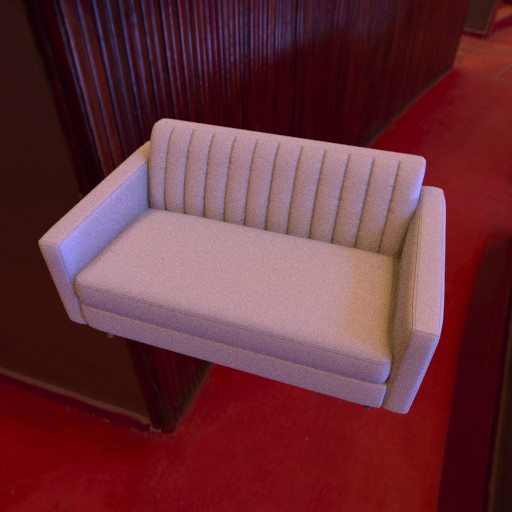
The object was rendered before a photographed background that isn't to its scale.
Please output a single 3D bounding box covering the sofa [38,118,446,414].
[{"bbox_3d":[0.000,0.000,2.096,1.585,0.801,0.950,12,43,14],"label":"sofa"}]
